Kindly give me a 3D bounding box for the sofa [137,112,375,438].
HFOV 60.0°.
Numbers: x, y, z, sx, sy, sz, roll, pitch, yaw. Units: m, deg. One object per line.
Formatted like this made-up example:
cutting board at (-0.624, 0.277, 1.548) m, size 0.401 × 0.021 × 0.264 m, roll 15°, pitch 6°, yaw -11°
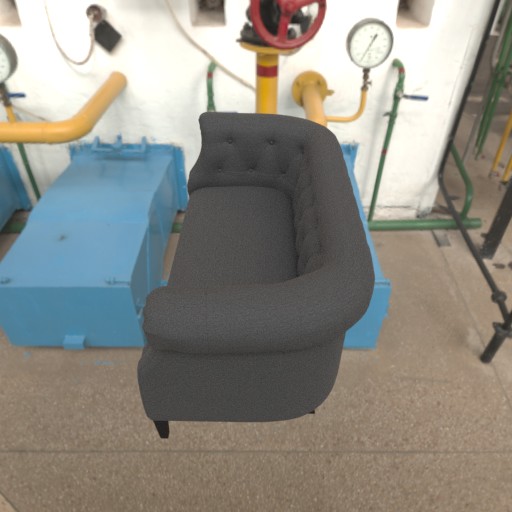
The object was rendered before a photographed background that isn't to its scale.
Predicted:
sofa at (0.000, 0.000, 2.083) m, size 0.835 × 0.827 × 1.558 m, roll 1°, pitch 40°, yaw 1°
